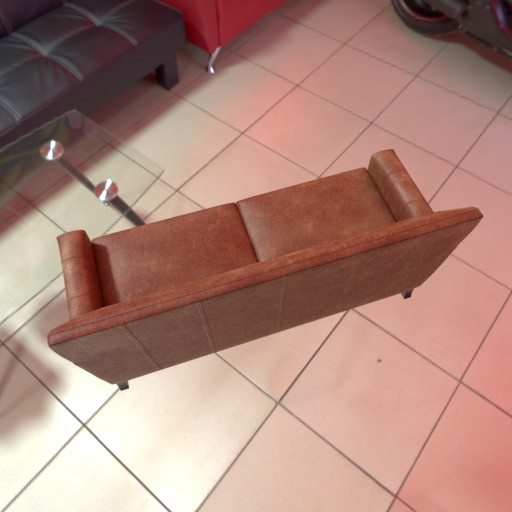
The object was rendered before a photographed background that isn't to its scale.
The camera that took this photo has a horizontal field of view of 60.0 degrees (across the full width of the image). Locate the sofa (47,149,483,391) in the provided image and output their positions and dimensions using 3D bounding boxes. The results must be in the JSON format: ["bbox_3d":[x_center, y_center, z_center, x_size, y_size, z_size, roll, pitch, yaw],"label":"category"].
[{"bbox_3d":[0.000,0.000,2.530,2.053,0.947,0.805,-16,60,-9],"label":"sofa"}]
